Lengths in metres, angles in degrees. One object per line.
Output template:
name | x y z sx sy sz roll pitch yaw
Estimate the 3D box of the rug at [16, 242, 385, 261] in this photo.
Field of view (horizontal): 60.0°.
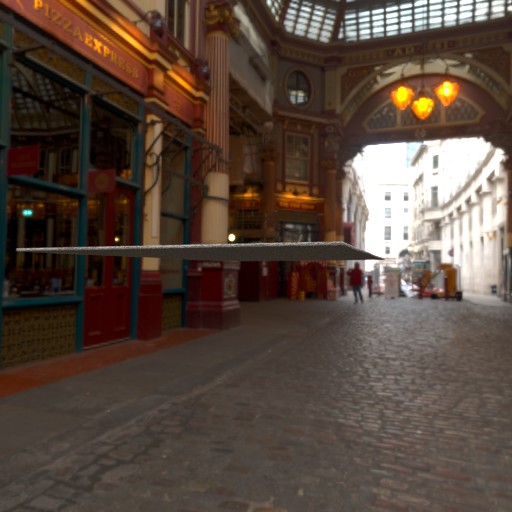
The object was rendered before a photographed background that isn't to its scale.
rug | 0.000 0.000 4.653 2.393 0.019 3.824 -1 -2 19
